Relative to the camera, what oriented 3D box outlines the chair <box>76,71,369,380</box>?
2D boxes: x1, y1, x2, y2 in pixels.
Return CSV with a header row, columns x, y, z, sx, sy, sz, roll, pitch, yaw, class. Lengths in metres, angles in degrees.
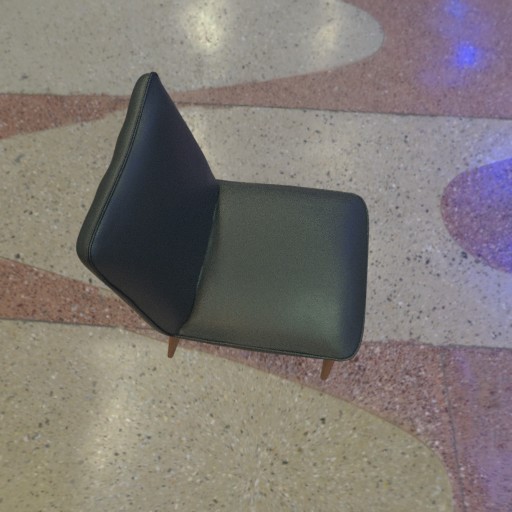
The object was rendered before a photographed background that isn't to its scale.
x,y,z,sx,sy,sz,roll,pitch,yaw,class
0.000,0.000,1.228,0.645,0.801,0.543,4,64,2,chair
